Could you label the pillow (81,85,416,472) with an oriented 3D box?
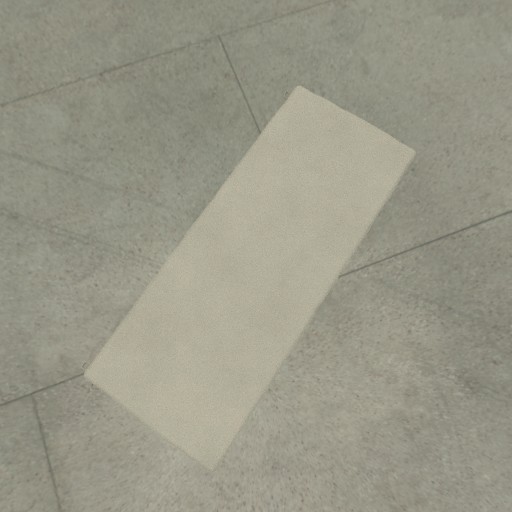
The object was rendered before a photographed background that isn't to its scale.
[{"bbox_3d":[0.000,0.000,1.362,0.492,0.081,1.187,33,78,8],"label":"pillow"}]
